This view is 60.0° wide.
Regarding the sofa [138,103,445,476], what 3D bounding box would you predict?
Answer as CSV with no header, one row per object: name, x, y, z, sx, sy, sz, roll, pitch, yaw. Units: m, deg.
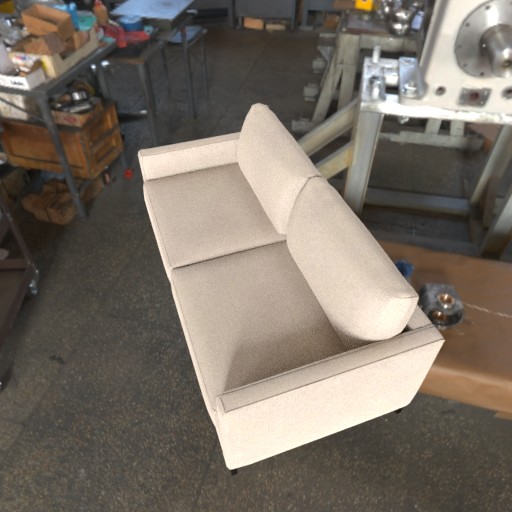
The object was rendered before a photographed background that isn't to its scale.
sofa,0.000,0.000,2.184,0.875,0.840,1.682,-14,47,-14
